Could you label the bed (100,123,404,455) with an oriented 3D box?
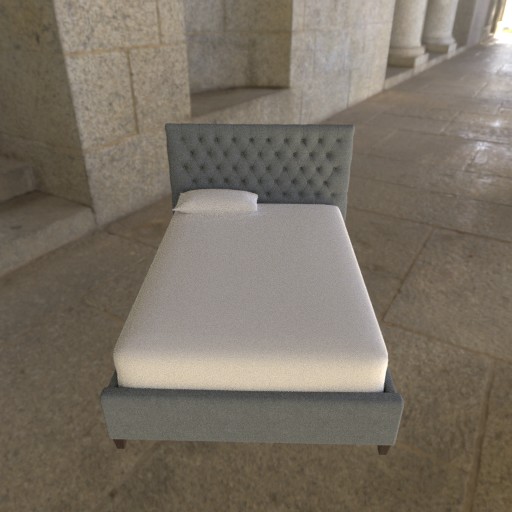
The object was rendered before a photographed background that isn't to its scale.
[{"bbox_3d":[0.000,0.000,3.308,1.698,1.411,2.335,1,30,1],"label":"bed"}]
